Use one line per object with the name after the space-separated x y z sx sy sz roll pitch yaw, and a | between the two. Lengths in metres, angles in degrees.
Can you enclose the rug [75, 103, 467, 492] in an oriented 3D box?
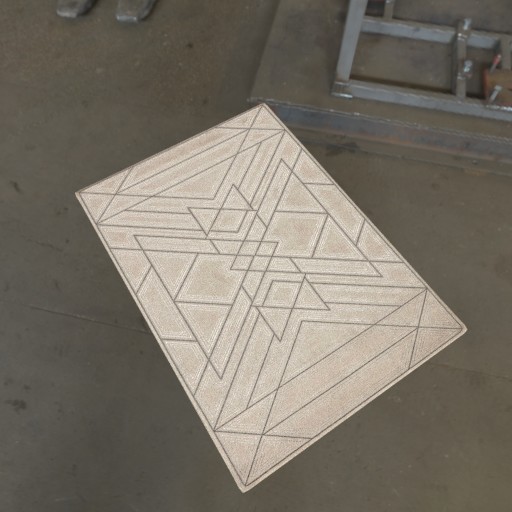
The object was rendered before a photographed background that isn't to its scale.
0.000 0.000 4.391 2.436 0.026 3.381 -30 67 -14 | rug
